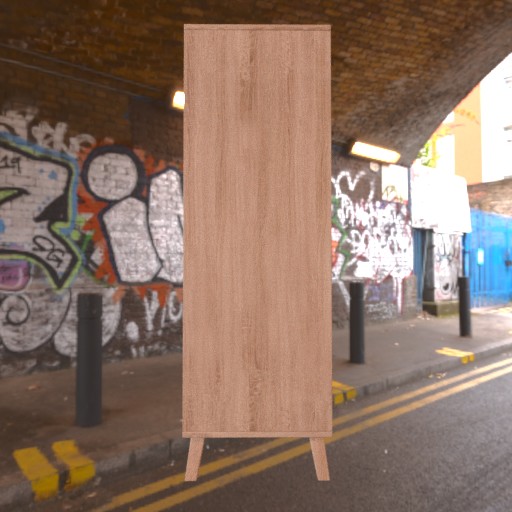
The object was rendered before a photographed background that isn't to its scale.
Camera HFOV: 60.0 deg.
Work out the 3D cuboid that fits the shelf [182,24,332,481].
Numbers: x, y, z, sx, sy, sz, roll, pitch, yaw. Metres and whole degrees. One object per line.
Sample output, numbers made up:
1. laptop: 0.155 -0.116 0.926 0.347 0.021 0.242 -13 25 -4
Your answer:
1. shelf: 0.000 0.000 1.835 0.450 1.390 1.000 0 -1 0
